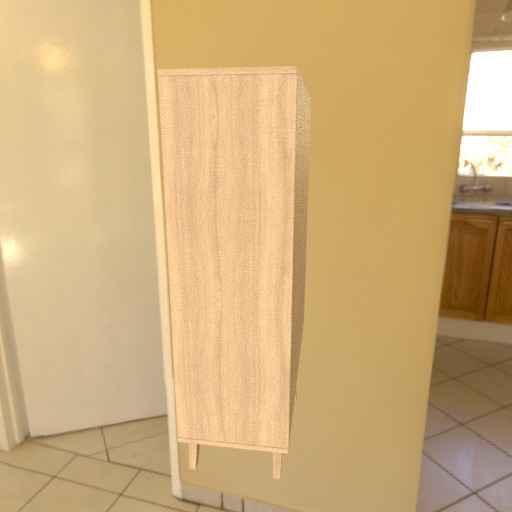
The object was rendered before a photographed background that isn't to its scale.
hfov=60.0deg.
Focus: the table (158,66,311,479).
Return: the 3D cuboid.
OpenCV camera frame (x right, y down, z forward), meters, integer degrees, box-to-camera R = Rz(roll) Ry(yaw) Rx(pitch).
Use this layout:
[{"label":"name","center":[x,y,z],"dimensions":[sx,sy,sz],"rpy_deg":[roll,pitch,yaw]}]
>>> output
[{"label":"table","center":[0.000,0.000,1.946],"dimensions":[0.398,1.388,1.111],"rpy_deg":[2,15,8]}]
